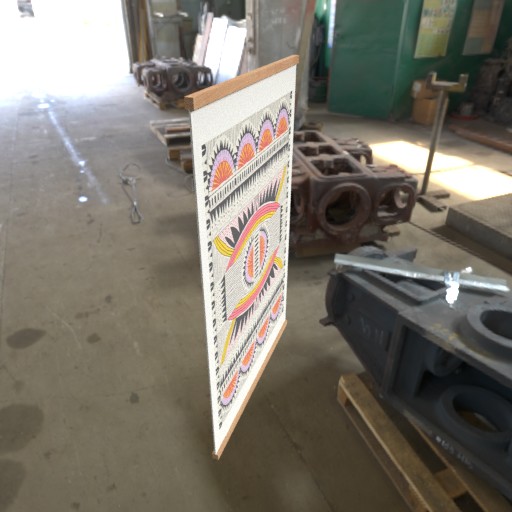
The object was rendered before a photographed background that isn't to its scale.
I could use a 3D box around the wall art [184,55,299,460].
[{"bbox_3d":[0.000,0.000,1.968,0.028,1.533,0.999,11,32,18],"label":"wall art"}]
